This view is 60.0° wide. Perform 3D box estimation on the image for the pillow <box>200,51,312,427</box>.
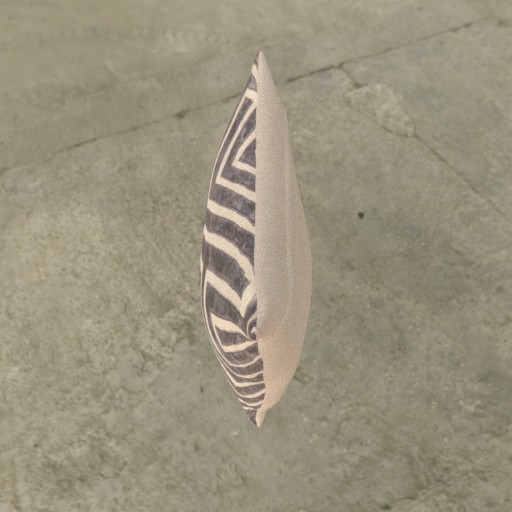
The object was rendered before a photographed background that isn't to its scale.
[{"bbox_3d":[0.000,0.000,0.706,0.182,0.441,0.440,1,58,1],"label":"pillow"}]
